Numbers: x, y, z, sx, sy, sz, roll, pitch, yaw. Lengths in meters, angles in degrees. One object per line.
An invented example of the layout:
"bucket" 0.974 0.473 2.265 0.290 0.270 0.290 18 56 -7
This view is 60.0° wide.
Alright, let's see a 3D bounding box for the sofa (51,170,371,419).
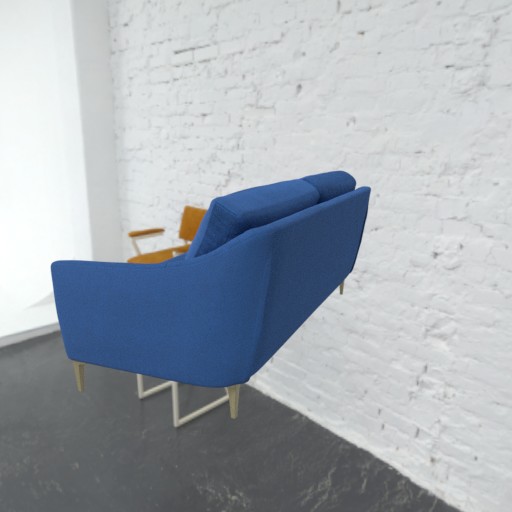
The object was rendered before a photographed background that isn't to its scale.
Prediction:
"sofa" 0.000 0.000 2.553 0.960 0.903 2.036 7 16 24
